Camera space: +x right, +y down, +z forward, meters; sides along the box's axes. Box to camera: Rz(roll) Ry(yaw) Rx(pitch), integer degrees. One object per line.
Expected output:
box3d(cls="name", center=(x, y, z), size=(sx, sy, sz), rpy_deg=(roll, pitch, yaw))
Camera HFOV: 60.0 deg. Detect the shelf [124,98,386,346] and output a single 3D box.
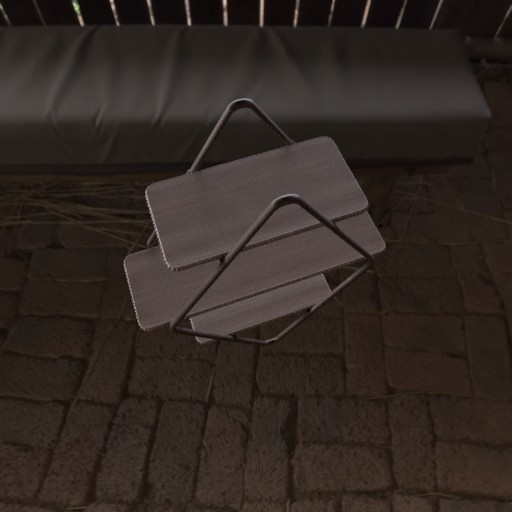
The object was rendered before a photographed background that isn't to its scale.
box3d(cls="shelf", center=(0.000, 0.000, 1.069), size=(0.609, 0.774, 0.234), rpy_deg=(-18, 64, -9))
